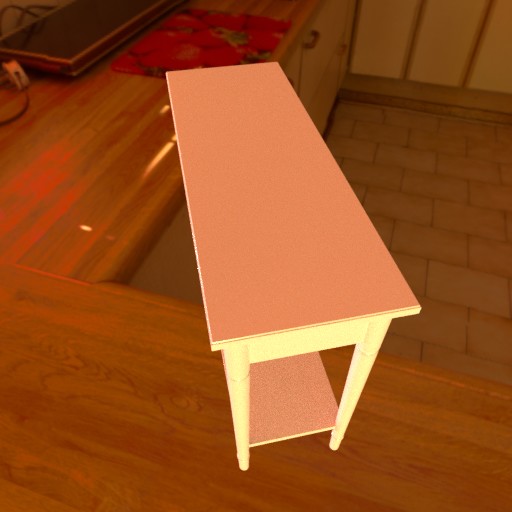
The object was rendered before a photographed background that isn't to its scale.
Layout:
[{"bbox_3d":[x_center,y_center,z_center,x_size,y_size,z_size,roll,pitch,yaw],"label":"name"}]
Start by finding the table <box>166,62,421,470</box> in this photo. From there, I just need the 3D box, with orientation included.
[{"bbox_3d":[0.000,0.000,1.396,0.381,0.749,1.067,-9,47,-8],"label":"table"}]
